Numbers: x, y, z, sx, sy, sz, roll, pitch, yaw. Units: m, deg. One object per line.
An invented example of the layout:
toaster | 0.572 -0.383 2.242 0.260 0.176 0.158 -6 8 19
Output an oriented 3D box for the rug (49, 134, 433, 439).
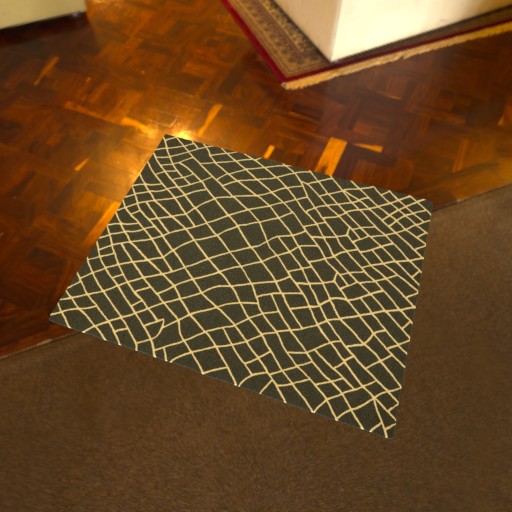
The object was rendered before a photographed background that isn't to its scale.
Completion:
rug | 0.000 0.000 4.240 3.047 0.022 2.439 16 60 10
